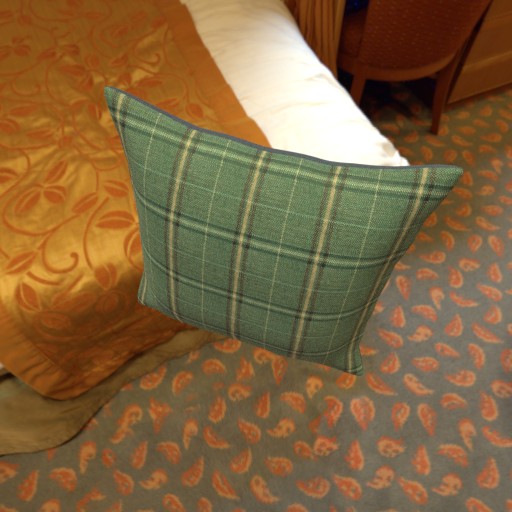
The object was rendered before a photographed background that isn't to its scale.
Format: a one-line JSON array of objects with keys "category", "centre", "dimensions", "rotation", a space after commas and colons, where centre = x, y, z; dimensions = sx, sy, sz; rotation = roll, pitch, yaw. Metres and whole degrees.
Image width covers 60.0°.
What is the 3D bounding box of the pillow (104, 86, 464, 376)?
[{"category": "pillow", "centre": [0.000, 0.000, 0.687], "dimensions": [0.453, 0.430, 0.200], "rotation": [16, 60, 10]}]
